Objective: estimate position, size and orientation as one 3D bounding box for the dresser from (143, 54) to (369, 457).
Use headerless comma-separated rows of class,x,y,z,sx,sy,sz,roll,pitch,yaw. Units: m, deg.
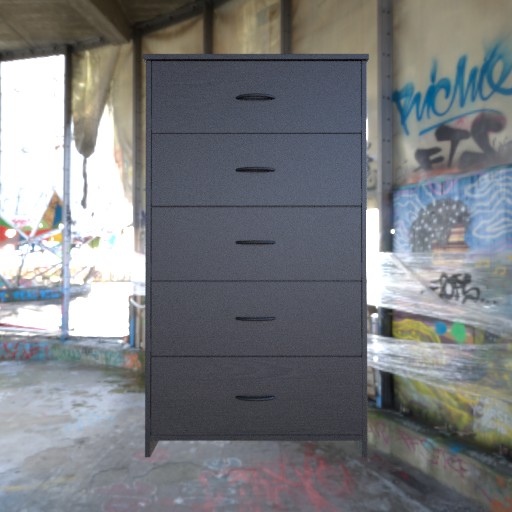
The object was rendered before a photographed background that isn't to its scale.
dresser,0.000,0.000,1.563,0.704,1.254,0.418,0,-1,0
